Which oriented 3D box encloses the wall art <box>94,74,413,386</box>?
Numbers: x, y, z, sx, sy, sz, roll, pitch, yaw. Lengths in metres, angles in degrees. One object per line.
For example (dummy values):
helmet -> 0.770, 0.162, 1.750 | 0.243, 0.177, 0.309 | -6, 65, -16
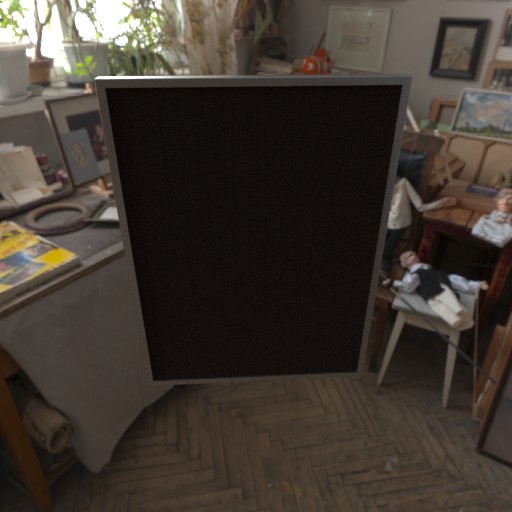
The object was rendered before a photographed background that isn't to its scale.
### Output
wall art -> 0.000, 0.000, 1.397 | 0.801, 1.062, 0.037 | -2, 31, -3
